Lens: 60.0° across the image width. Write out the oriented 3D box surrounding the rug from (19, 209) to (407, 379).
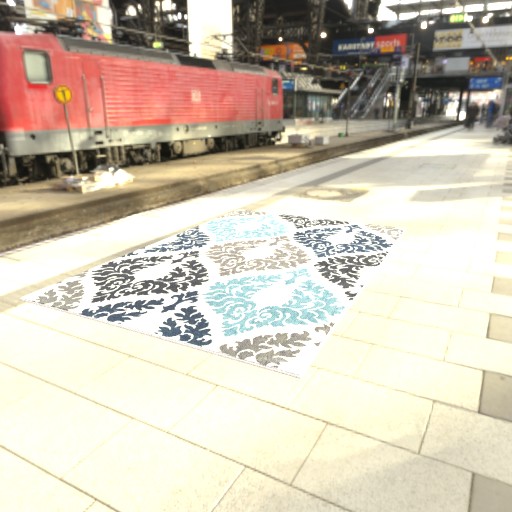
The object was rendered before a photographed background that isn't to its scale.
[{"bbox_3d":[0.000,0.000,2.855,1.514,0.014,2.275,9,21,25],"label":"rug"}]
